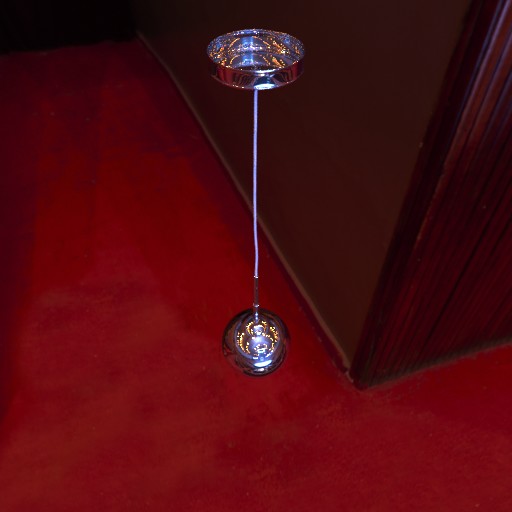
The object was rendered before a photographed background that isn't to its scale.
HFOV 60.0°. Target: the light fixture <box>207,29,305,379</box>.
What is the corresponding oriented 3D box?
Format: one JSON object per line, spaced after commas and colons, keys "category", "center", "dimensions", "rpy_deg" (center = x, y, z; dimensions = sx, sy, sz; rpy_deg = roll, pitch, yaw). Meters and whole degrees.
{"category": "light fixture", "center": [0.000, 0.000, 1.680], "dimensions": [0.336, 1.538, 0.336], "rpy_deg": [-17, 50, -16]}
